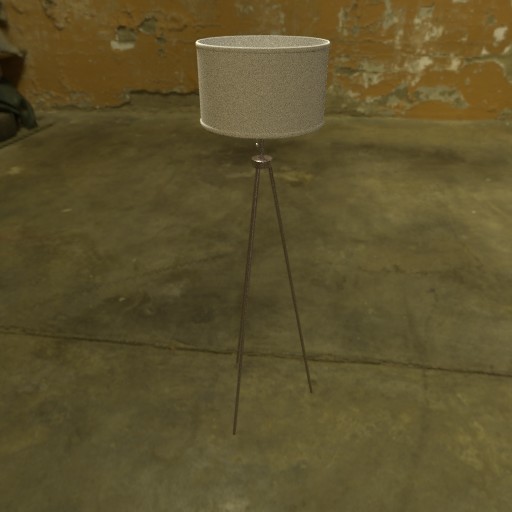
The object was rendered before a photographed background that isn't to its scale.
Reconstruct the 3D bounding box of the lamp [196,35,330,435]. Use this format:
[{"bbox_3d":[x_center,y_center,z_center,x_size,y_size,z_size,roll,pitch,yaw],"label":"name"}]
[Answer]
[{"bbox_3d":[0.000,0.000,1.761,0.448,1.545,0.458,-21,36,-31],"label":"lamp"}]
